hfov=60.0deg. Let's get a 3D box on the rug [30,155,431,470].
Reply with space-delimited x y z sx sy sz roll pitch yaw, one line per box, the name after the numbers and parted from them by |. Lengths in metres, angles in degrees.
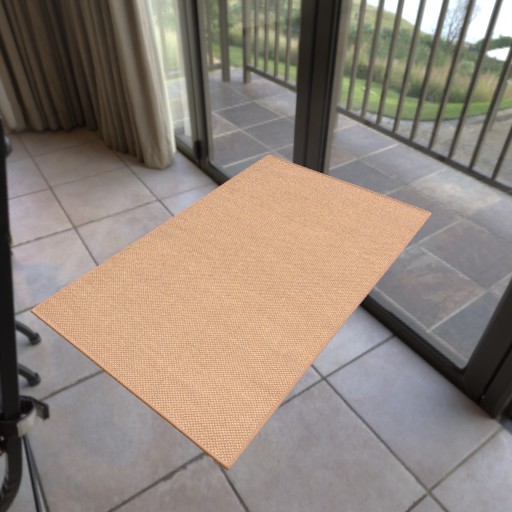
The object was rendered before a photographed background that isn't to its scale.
0.000 0.000 2.081 1.067 0.013 1.676 26 47 27 | rug
